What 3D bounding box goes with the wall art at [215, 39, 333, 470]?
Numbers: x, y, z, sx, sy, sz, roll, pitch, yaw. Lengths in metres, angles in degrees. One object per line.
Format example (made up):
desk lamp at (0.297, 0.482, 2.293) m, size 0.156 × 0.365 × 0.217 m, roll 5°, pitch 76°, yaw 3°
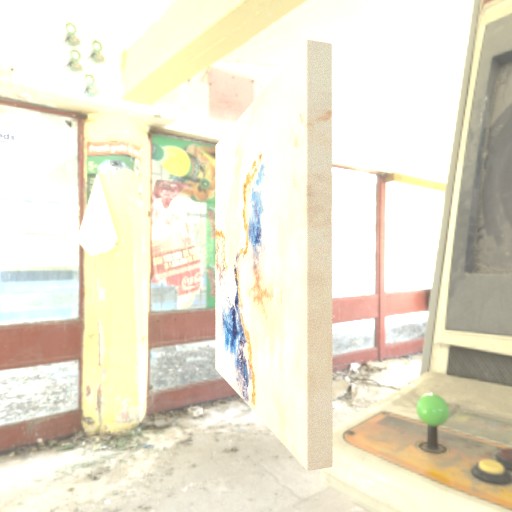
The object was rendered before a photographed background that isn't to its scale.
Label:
wall art at (0.000, 0.000, 1.603) m, size 0.071 × 1.061 × 1.061 m, roll 0°, pitch -1°, yaw -17°
